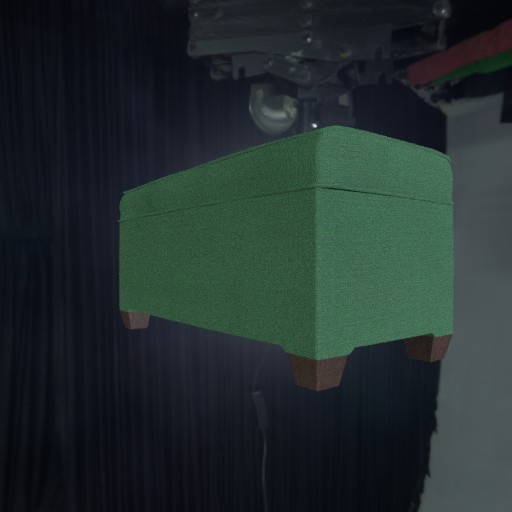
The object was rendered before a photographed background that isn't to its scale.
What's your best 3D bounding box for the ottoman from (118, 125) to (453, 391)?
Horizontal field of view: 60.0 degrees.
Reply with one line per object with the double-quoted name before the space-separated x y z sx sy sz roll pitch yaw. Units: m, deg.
"ottoman" 0.000 0.000 1.240 0.483 0.471 0.957 0 0 -37
